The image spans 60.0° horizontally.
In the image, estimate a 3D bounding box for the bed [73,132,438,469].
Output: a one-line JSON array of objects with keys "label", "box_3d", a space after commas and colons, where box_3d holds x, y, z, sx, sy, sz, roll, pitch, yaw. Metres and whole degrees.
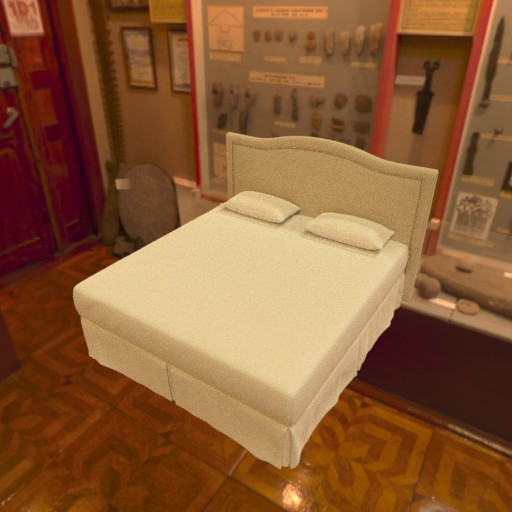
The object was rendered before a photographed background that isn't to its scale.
[{"label": "bed", "box_3d": [0.000, 0.000, 3.568, 2.083, 1.421, 2.182, 19, 35, 29]}]
